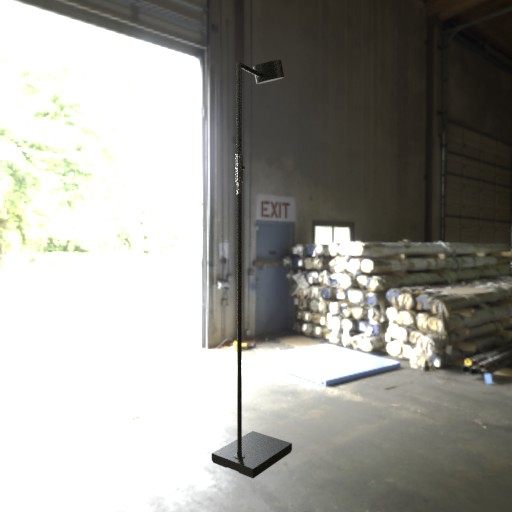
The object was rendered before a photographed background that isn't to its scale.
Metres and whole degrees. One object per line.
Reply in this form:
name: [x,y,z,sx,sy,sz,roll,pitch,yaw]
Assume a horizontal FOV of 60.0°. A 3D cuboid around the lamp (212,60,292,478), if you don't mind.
lamp: [0.000,0.000,1.756,0.203,1.600,0.304,1,2,37]
